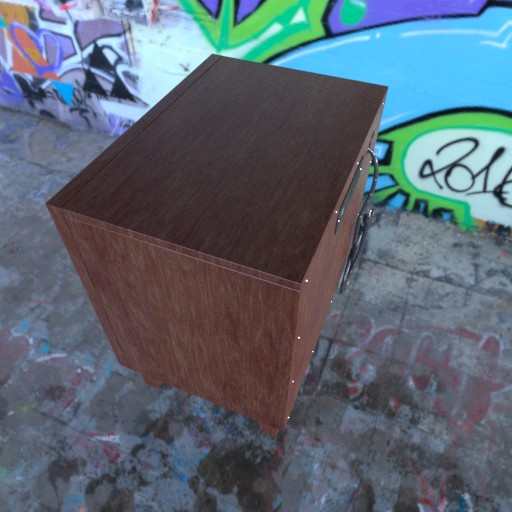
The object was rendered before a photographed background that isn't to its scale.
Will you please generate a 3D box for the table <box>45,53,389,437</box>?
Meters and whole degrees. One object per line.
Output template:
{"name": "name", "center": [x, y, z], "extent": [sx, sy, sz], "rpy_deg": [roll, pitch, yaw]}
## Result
{"name": "table", "center": [0.000, 0.000, 0.999], "extent": [0.449, 0.609, 0.557], "rpy_deg": [17, 50, 15]}
